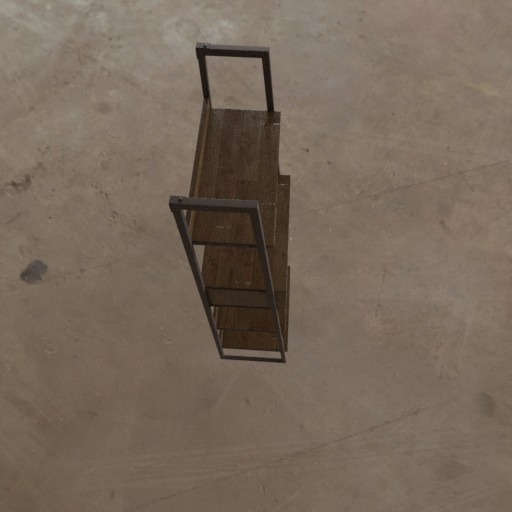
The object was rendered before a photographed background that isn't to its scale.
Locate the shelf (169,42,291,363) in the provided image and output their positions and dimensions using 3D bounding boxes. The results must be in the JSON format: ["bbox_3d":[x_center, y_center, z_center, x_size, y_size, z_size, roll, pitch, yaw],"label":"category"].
[{"bbox_3d":[0.000,0.000,2.282,0.454,2.005,0.652,3,65,2],"label":"shelf"}]
